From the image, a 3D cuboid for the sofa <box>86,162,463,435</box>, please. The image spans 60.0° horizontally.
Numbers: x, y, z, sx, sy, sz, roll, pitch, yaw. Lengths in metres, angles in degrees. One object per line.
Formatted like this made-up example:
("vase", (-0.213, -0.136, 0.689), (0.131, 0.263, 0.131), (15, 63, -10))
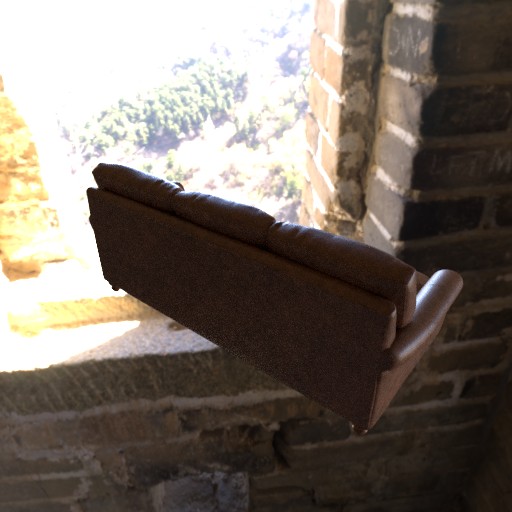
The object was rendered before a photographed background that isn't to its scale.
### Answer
("sofa", (0.000, 0.000, 2.839), (2.351, 0.977, 0.973), (22, 37, 33))
